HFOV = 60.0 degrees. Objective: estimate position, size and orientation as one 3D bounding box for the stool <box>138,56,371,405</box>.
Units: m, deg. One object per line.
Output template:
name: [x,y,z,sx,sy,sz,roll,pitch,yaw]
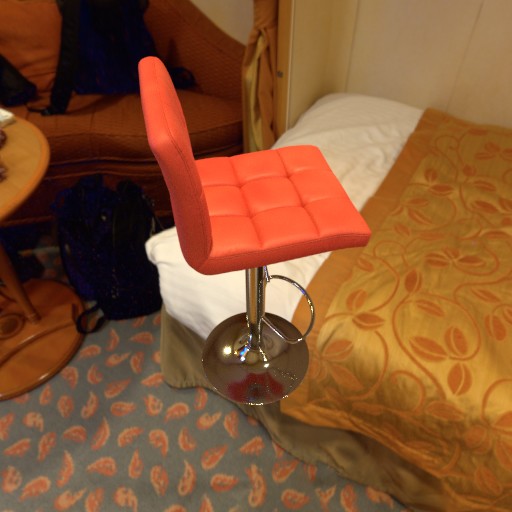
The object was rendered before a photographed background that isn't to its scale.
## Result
stool: [0.000,0.000,1.366,0.505,1.115,0.430,-10,46,-10]
